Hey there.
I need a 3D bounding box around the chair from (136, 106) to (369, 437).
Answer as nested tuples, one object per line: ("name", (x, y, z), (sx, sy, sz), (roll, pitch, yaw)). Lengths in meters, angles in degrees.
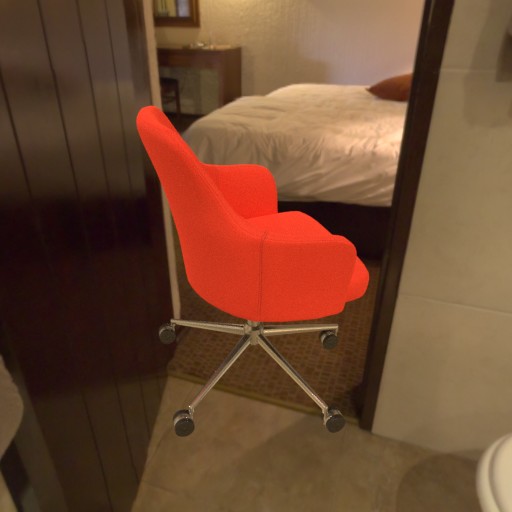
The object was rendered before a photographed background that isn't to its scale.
("chair", (0.000, 0.000, 1.268), (0.600, 0.820, 0.655), (-9, 30, -16))
